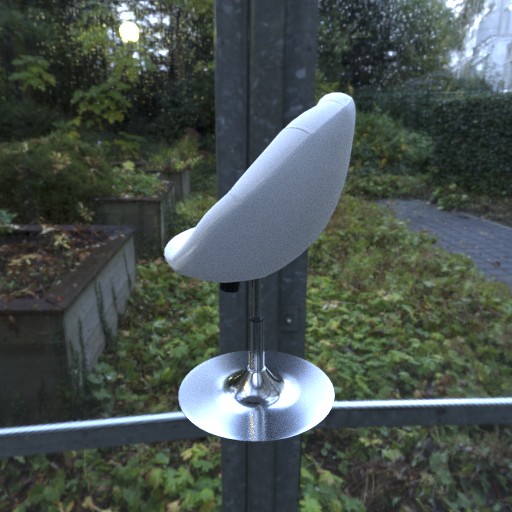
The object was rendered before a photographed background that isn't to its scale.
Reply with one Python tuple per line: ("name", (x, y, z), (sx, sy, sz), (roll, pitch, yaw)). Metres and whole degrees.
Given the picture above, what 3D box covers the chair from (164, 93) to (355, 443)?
("chair", (0.000, 0.000, 1.830), (0.736, 1.261, 0.940), (3, 16, 9))
